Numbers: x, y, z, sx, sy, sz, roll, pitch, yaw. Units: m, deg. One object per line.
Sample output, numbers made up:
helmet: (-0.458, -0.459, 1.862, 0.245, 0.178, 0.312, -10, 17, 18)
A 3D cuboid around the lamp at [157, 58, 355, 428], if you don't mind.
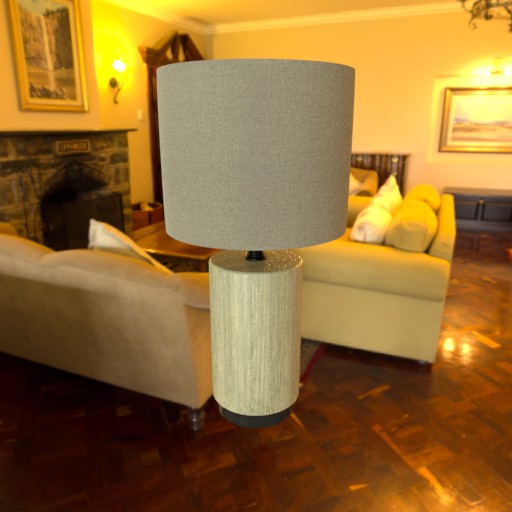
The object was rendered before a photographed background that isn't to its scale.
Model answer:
lamp: (0.000, 0.000, 0.578, 0.228, 0.444, 0.228, -8, 18, -25)
